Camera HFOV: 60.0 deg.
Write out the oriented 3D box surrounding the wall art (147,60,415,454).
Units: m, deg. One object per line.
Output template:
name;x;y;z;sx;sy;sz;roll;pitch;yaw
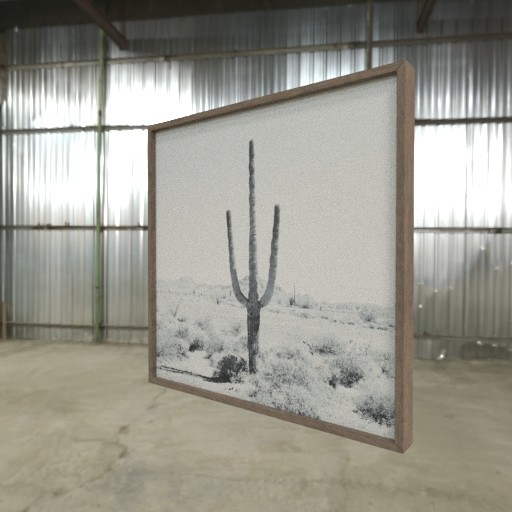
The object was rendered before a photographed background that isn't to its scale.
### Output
wall art;0.000;0.000;0.739;0.508;0.508;0.038;1;1;37
